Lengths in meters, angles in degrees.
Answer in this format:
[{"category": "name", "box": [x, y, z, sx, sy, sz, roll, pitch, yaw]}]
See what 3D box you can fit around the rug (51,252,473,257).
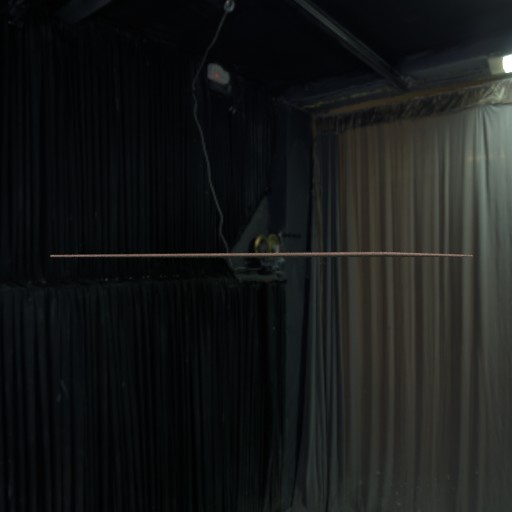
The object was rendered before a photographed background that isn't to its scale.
[{"category": "rug", "box": [0.000, 0.000, 2.869, 2.286, 0.011, 1.524, 0, 0, 37]}]
